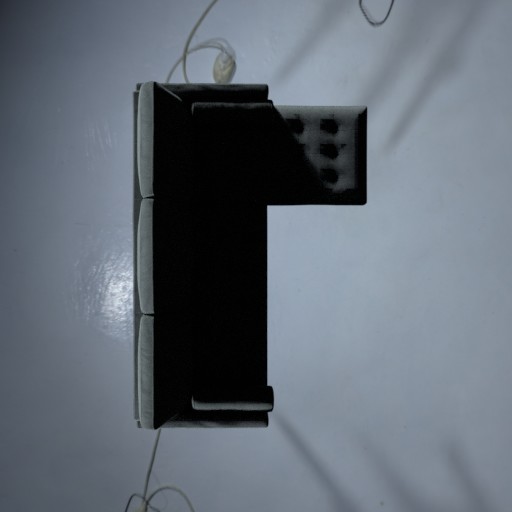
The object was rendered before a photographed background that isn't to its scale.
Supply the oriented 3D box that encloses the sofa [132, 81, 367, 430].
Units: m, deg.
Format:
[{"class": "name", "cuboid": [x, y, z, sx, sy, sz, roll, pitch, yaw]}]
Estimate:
[{"class": "sofa", "cuboid": [0.000, 0.000, 2.943, 1.506, 0.876, 2.178, 0, 90, -1]}]
